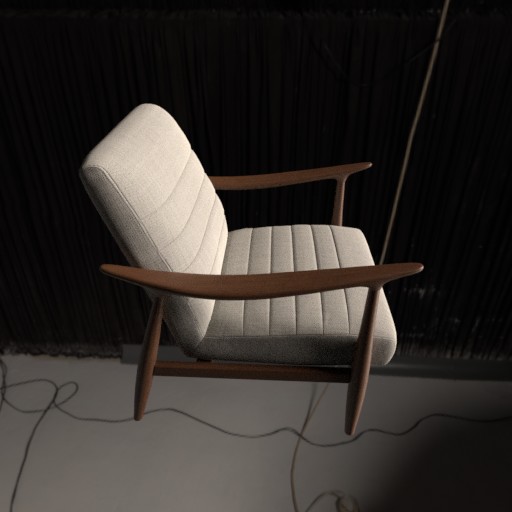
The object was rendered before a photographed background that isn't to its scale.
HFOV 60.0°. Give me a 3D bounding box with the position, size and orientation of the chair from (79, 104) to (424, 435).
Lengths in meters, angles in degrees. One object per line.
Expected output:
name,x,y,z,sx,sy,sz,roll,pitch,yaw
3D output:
chair,0.000,0.000,1.409,0.798,0.832,0.741,1,32,2
